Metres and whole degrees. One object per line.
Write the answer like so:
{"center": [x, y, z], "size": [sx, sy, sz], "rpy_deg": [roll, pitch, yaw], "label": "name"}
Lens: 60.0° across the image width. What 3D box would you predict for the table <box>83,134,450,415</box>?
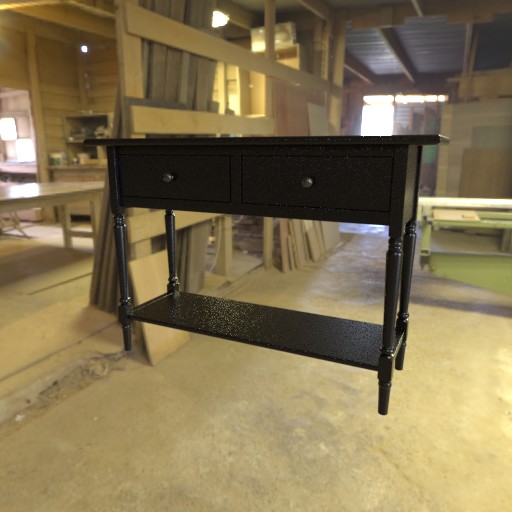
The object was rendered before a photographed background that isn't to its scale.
{"center": [0.000, 0.000, 1.595], "size": [1.191, 0.819, 0.386], "rpy_deg": [7, 15, 25], "label": "table"}
